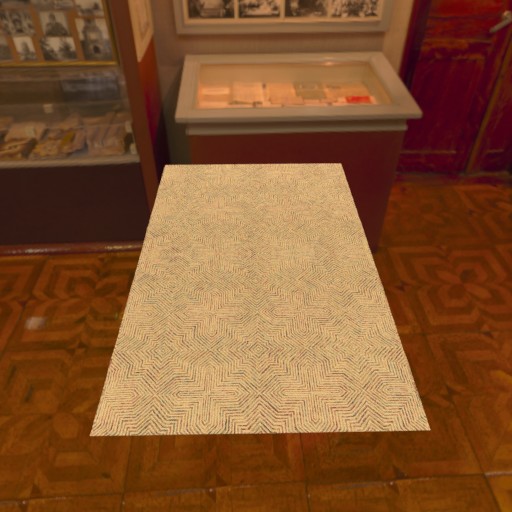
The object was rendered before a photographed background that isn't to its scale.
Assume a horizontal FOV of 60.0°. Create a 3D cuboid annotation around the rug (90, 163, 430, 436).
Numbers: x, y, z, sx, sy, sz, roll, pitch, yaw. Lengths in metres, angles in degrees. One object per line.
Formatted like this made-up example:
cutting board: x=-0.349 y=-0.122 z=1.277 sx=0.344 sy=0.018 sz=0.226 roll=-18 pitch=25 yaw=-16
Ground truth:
rug: x=0.000 y=0.000 z=2.894 sx=1.519 sy=0.007 sz=2.428 roll=-1 pitch=41 yaw=-1
